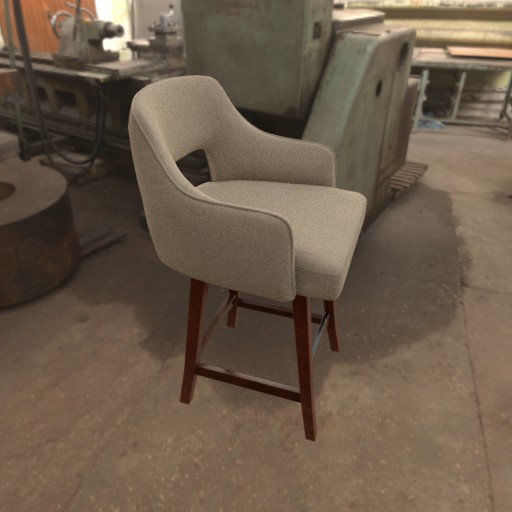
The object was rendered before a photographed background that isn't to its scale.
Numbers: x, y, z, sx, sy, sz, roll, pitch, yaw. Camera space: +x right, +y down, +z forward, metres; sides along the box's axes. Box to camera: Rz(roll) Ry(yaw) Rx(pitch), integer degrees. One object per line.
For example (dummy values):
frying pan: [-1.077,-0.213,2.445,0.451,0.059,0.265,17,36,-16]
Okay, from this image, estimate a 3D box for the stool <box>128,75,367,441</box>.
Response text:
stool: [0.000,0.000,1.298,0.560,0.936,0.550,10,33,16]
